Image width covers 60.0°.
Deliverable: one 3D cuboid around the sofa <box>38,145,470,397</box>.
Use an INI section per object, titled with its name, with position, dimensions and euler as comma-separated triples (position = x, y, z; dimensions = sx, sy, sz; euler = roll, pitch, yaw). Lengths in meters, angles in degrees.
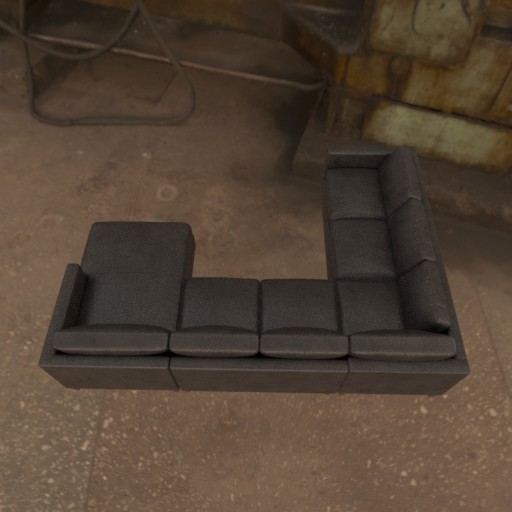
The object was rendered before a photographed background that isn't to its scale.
[sofa]
position = 0.000, 0.000, 4.291
dimensions = 3.324, 0.891, 2.452
euler = 1, 57, 1
